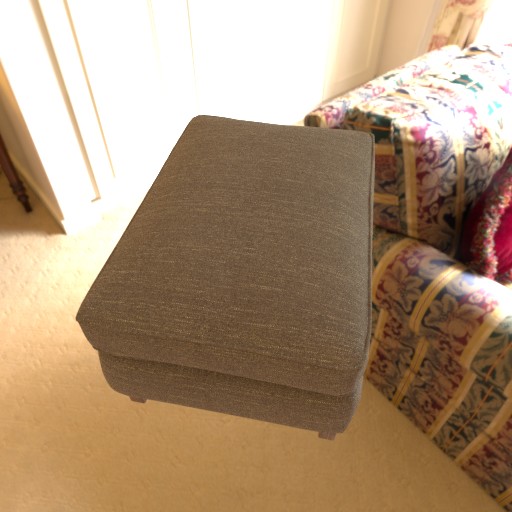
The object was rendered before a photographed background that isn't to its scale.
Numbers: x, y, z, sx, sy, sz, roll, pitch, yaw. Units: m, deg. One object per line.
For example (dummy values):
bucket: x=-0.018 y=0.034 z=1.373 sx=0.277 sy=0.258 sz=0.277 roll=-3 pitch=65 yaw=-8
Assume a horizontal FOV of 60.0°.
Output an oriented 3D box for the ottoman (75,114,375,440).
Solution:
ottoman: x=0.000 y=0.000 z=1.001 sx=0.508 sy=0.406 sz=0.686 roll=8 pitch=47 yaw=8
